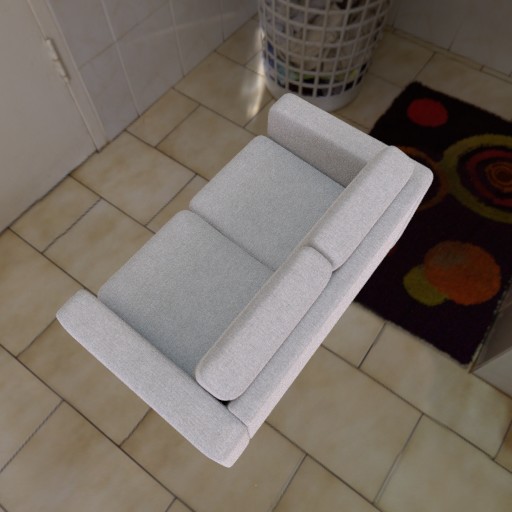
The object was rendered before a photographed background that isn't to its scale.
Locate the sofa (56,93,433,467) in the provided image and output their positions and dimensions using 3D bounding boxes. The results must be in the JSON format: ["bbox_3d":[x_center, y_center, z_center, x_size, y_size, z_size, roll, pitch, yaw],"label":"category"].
[{"bbox_3d":[0.000,0.000,2.028,0.900,0.800,1.540,35,68,16],"label":"sofa"}]
